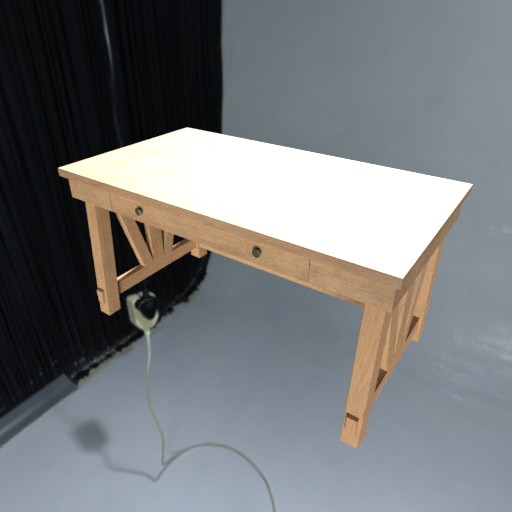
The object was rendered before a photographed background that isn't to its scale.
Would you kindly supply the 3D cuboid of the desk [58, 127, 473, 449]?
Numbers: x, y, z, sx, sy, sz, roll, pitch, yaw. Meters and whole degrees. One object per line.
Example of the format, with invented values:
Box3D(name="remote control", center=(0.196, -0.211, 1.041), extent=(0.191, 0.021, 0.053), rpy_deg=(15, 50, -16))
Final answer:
Box3D(name="desk", center=(0.000, 0.000, 2.006), extent=(1.499, 0.762, 0.813), rpy_deg=(20, 36, 29))
